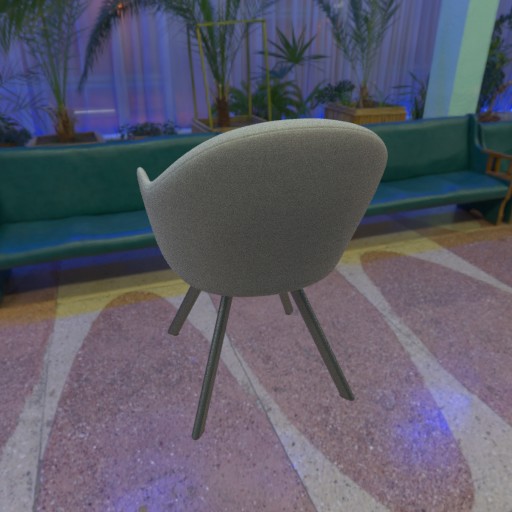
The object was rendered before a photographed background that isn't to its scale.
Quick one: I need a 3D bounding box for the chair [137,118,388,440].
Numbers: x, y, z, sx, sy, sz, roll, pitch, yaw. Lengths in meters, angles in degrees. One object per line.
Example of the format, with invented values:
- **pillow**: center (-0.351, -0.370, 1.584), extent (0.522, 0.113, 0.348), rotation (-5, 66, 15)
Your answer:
- **chair**: center (0.000, 0.000, 1.170), extent (0.540, 0.780, 0.570), rotation (-8, 28, -16)
